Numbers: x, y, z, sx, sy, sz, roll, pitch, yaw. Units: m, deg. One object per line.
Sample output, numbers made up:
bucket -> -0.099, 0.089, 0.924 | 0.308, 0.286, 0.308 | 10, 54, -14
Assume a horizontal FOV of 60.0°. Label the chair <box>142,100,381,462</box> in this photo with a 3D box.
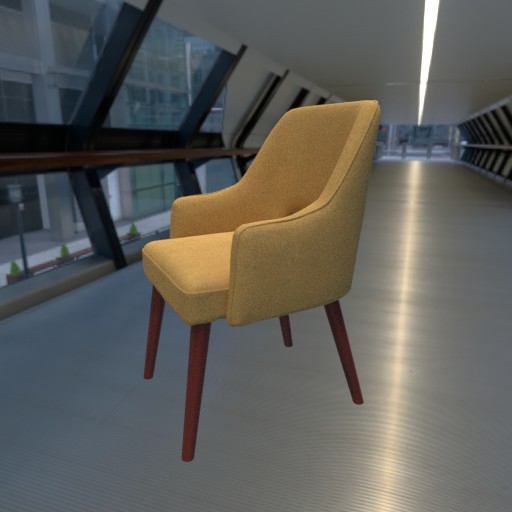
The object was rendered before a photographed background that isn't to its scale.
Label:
chair -> 0.000, 0.000, 1.270 | 0.605, 0.849, 0.548 | -7, 17, -25
